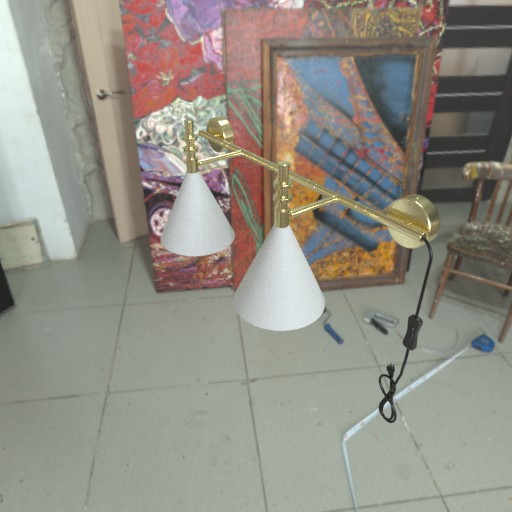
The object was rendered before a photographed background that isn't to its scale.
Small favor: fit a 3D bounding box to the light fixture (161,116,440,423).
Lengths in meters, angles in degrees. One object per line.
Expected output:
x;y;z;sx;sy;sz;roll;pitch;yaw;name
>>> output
0.000;0.000;0.860;0.239;0.468;0.642;-22;39;-30;light fixture
